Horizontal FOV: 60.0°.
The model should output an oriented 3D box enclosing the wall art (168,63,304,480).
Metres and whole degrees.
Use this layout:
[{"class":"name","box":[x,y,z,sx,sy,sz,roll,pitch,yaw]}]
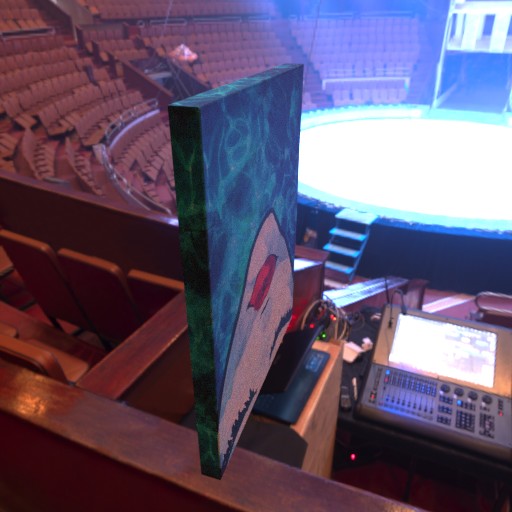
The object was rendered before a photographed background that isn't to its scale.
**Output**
[{"class":"wall art","box":[0.000,0.000,0.848,0.038,0.635,0.508,9,30,16]}]
